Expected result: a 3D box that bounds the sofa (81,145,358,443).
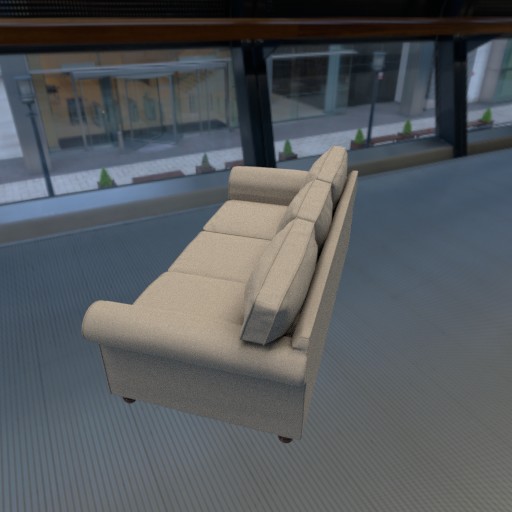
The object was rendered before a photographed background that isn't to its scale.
[{"bbox_3d":[0.000,0.000,2.715,0.998,0.889,2.118,9,31,14],"label":"sofa"}]
